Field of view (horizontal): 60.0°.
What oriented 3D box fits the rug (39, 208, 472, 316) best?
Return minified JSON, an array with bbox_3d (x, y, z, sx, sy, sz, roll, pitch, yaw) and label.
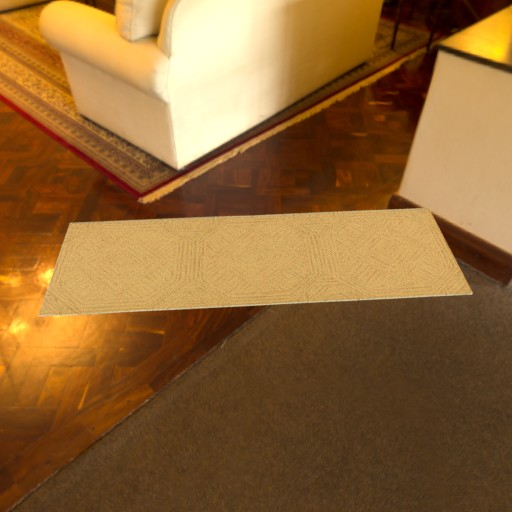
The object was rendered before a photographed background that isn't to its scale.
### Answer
[{"bbox_3d":[0.000,0.000,2.761,2.452,0.012,0.775,-3,46,-3],"label":"rug"}]
